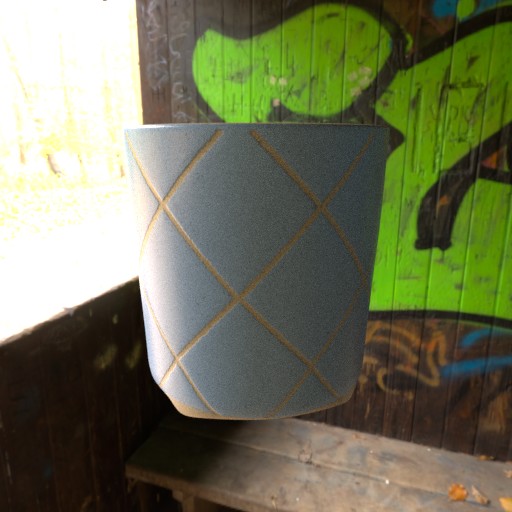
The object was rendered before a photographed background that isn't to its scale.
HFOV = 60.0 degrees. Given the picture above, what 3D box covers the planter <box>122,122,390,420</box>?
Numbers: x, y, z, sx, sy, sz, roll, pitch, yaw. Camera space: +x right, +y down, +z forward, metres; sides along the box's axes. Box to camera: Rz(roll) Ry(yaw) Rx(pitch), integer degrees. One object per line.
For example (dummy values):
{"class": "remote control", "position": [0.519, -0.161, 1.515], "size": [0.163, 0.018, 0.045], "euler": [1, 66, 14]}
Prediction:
{"class": "planter", "position": [0.000, 0.000, 0.421], "size": [0.227, 0.235, 0.227], "euler": [0, 15, 0]}
